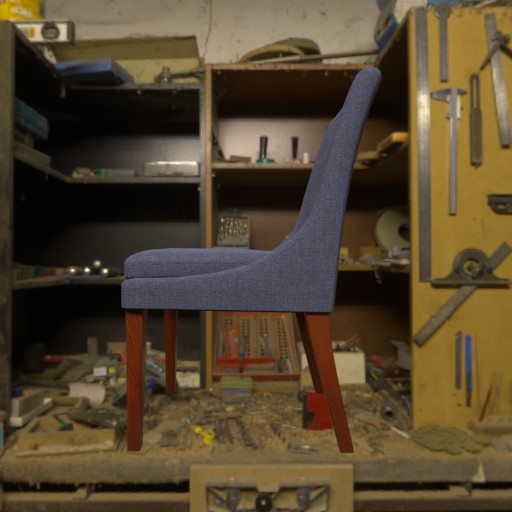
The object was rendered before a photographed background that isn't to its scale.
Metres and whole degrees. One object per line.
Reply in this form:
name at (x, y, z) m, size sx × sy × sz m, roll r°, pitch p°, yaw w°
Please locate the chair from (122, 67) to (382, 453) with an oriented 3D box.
chair at (0.000, 0.000, 1.317) m, size 0.655 × 0.952 × 0.508 m, roll 0°, pitch 0°, yaw 0°
